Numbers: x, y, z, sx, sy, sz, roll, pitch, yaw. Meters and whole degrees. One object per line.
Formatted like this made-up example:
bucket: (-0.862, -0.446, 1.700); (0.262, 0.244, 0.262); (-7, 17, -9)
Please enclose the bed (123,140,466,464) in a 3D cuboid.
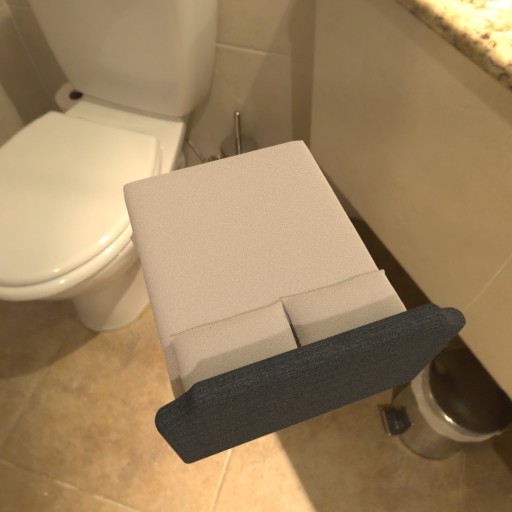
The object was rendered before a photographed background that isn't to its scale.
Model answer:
bed: (0.000, 0.000, 3.292); (1.828, 1.297, 2.208); (-16, 59, -10)
